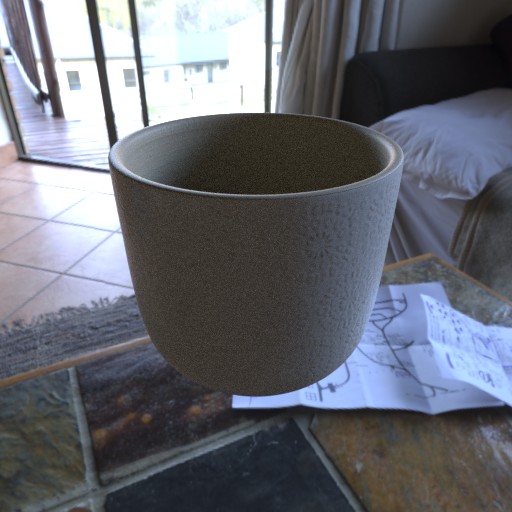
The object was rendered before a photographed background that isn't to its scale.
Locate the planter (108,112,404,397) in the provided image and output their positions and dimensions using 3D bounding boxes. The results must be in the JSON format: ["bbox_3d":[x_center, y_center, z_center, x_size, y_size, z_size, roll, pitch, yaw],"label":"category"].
[{"bbox_3d":[0.000,0.000,0.370,0.208,0.190,0.208,0,30,0],"label":"planter"}]
